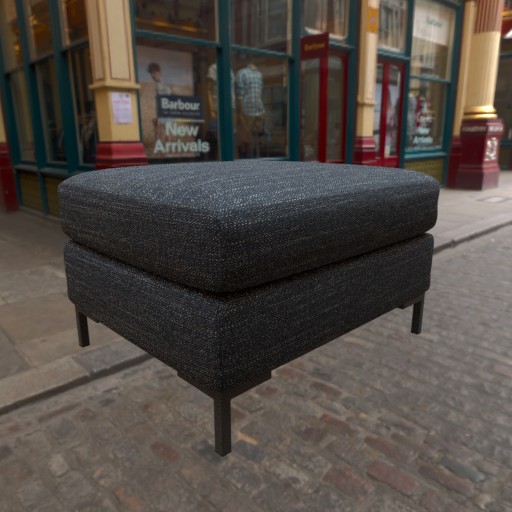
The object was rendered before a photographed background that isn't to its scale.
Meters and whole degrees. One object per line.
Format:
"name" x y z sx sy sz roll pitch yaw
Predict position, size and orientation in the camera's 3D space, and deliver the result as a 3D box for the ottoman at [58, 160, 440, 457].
"ottoman" 0.000 0.000 1.205 0.814 0.491 0.667 -14 20 -42
